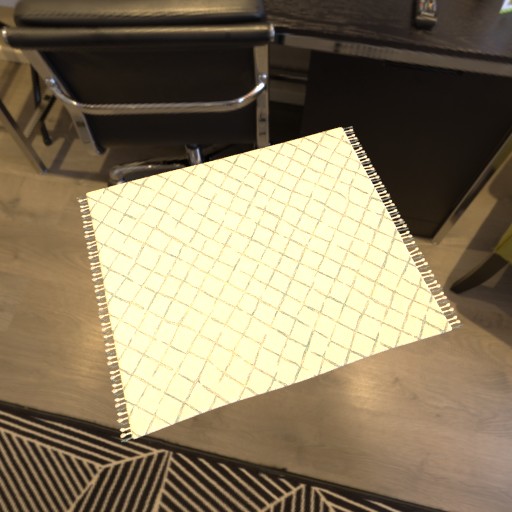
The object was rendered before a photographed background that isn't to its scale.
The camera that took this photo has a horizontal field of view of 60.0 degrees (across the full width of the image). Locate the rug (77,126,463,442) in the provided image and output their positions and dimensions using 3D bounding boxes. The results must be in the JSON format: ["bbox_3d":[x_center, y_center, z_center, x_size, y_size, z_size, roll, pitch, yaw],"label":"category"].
[{"bbox_3d":[0.000,0.000,4.946,3.585,0.036,2.892,-16,64,-8],"label":"rug"}]
